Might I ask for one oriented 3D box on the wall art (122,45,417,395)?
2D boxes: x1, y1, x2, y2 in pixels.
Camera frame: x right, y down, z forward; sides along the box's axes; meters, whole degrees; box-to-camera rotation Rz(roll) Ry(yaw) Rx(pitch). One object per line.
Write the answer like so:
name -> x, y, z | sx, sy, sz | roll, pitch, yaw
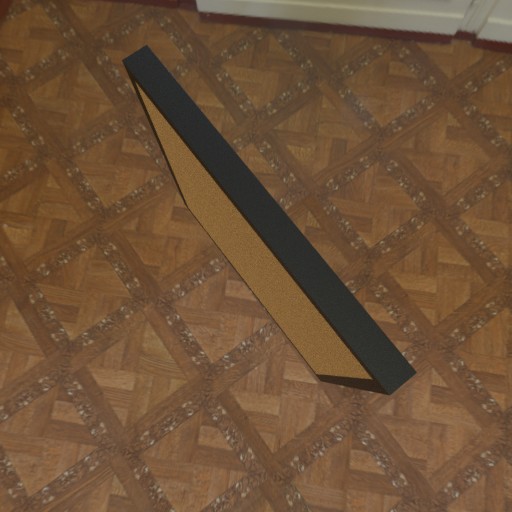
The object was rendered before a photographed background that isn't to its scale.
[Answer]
wall art -> 0.000, 0.000, 0.758 | 0.038, 0.508, 0.508 | -36, 79, -9
